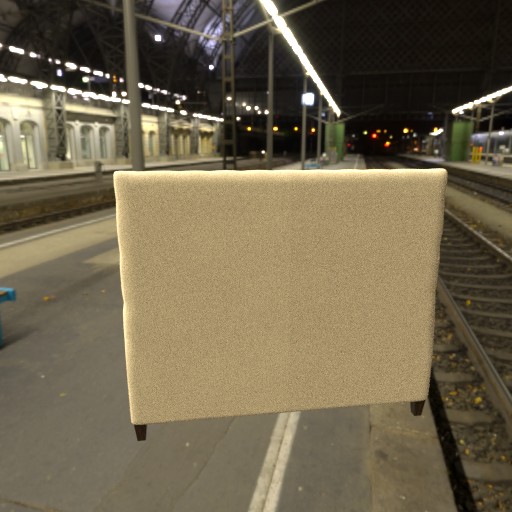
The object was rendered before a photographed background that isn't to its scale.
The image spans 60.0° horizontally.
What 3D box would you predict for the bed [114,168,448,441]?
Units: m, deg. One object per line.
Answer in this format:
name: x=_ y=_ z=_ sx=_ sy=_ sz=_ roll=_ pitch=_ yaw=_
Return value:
bed: x=0.000 y=0.000 z=3.449 sx=1.698 sy=1.427 sz=2.387 roll=-2 pitch=14 yaw=-8
